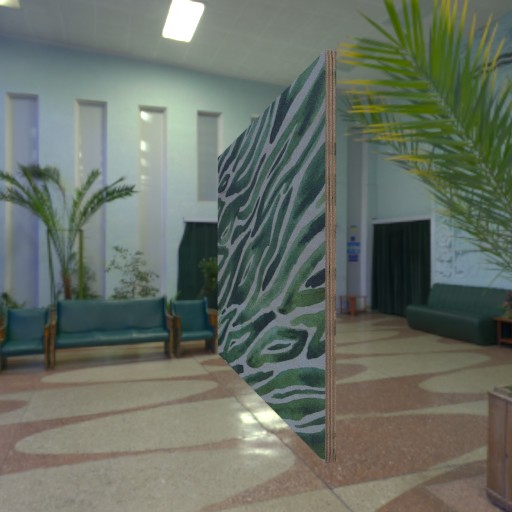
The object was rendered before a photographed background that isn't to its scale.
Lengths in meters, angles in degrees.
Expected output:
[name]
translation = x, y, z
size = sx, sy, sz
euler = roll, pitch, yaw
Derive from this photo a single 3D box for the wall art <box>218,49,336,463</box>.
[wall art]
translation = 0.000, 0.000, 0.681
size = 0.012, 0.408, 0.508
euler = 0, 0, -17
